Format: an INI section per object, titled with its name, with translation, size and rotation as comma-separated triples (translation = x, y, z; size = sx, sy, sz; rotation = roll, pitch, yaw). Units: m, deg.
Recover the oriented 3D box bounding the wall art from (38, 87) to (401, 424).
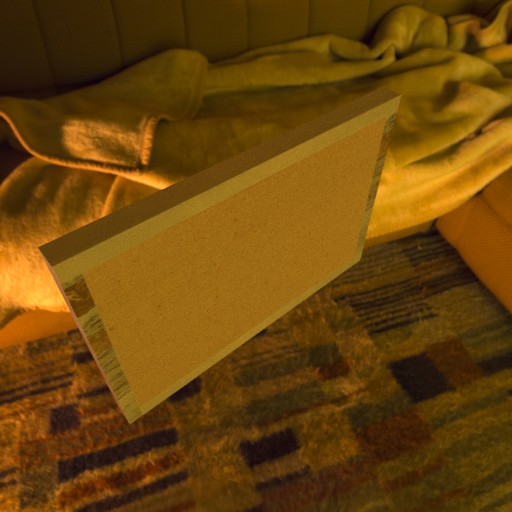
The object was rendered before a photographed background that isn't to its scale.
[wall art]
translation = 0.000, 0.000, 0.767
size = 0.606, 0.407, 0.041
rotation = -32, 54, -26
